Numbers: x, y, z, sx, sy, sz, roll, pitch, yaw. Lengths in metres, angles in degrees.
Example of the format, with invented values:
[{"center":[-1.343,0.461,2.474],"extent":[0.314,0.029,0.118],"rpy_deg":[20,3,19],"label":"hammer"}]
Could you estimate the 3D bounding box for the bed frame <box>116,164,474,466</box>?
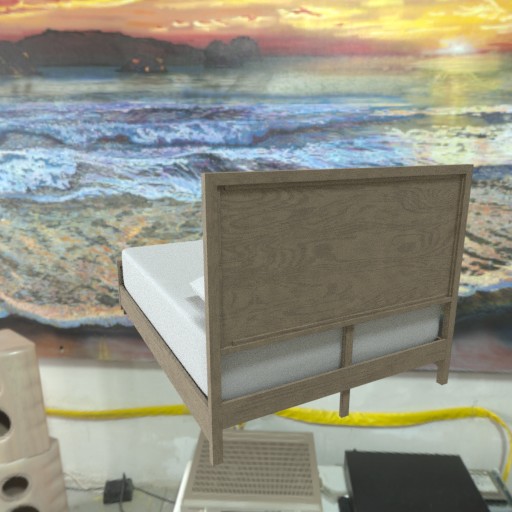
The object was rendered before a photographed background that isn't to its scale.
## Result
[{"center":[0.000,0.000,3.231],"extent":[1.606,1.369,2.189],"rpy_deg":[-7,16,-27],"label":"bed frame"}]
